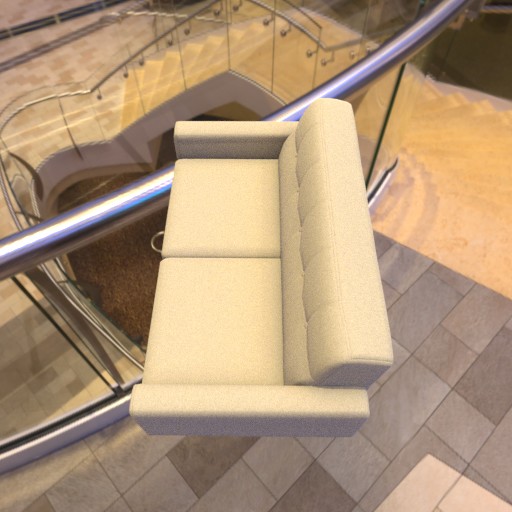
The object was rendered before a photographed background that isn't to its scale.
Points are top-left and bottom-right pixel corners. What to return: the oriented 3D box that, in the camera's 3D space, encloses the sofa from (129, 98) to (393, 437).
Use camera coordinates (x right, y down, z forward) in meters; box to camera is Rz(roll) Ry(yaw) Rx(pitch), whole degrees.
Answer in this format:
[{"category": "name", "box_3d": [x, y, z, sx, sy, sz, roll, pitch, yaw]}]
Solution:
[{"category": "sofa", "box_3d": [0.000, 0.000, 2.248, 0.980, 0.892, 1.655, 0, 57, 0]}]
